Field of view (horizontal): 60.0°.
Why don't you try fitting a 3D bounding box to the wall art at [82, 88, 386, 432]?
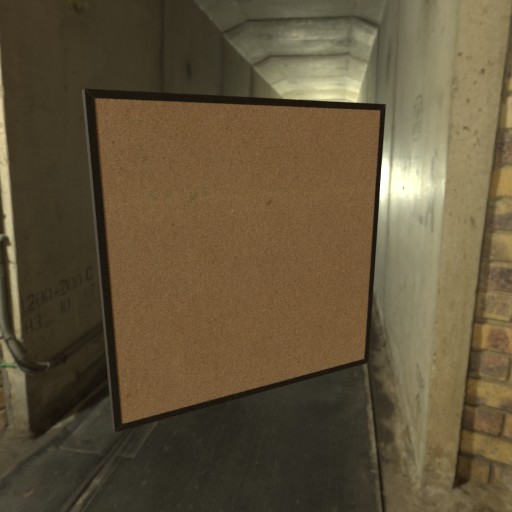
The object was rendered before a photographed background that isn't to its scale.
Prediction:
[{"bbox_3d":[0.000,0.000,1.132,0.762,0.762,0.038,-7,16,-26],"label":"wall art"}]
